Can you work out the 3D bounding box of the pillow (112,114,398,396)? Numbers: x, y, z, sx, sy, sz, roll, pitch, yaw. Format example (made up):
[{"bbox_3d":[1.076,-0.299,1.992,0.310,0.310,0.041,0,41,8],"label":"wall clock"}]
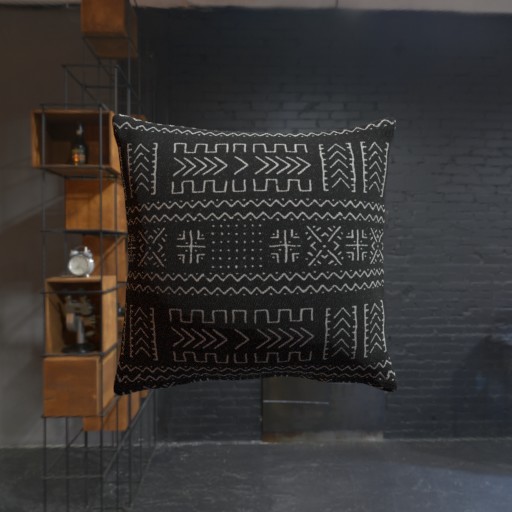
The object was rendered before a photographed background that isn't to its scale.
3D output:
[{"bbox_3d":[0.000,0.000,0.678,0.438,0.430,0.164,0,1,0],"label":"pillow"}]
